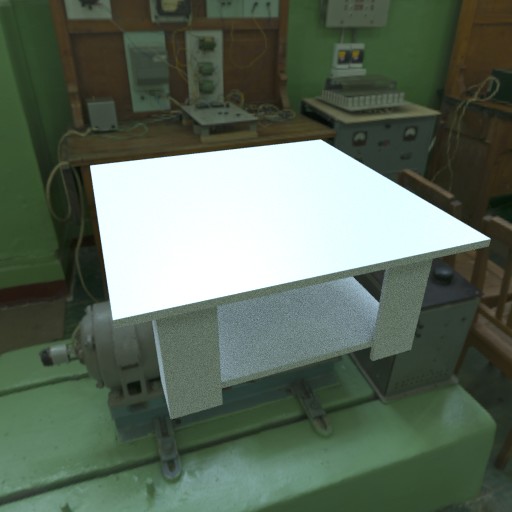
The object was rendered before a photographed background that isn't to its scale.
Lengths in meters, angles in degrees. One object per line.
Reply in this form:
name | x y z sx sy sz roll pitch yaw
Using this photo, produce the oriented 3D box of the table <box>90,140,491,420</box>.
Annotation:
table | 0.000 0.000 1.061 0.670 0.305 0.670 -11 33 -17
